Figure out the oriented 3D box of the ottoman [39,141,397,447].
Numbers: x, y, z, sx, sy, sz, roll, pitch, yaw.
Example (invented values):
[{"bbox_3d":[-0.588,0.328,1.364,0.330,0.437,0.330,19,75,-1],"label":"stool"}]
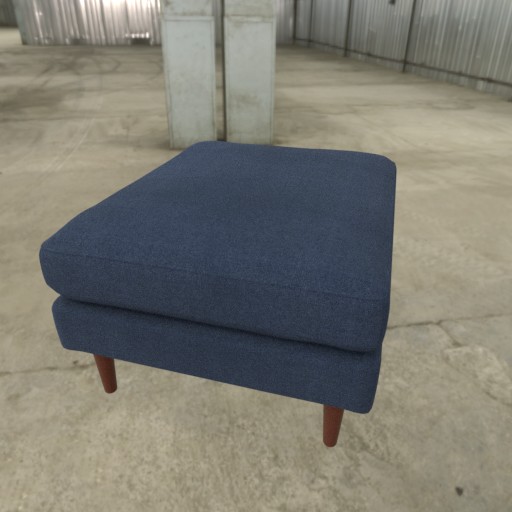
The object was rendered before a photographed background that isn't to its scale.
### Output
[{"bbox_3d":[0.000,0.000,1.215,0.693,0.474,0.821,8,30,14],"label":"ottoman"}]
